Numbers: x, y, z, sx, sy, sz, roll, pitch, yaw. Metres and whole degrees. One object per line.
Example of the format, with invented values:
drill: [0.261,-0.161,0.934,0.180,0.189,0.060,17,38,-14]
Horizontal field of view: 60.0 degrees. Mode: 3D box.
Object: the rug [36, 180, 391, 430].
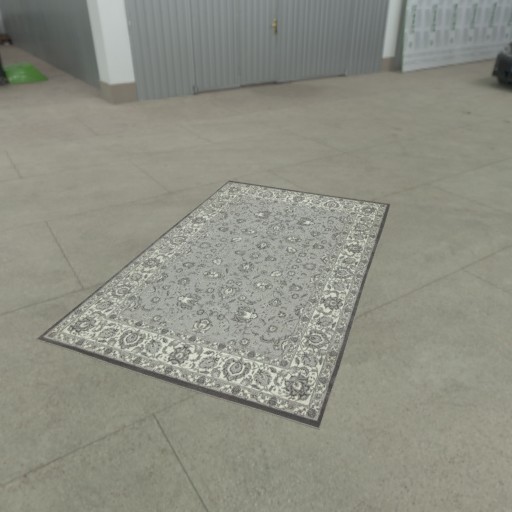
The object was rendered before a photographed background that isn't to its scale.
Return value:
rug: [0.000,0.000,3.035,1.524,0.011,2.438,11,33,18]
